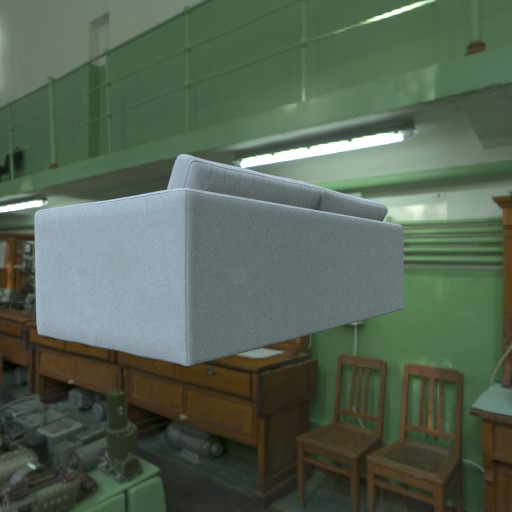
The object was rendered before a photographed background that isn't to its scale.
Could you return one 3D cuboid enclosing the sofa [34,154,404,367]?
[{"bbox_3d":[0.000,0.000,2.758,1.090,0.838,2.588,0,0,37],"label":"sofa"}]
